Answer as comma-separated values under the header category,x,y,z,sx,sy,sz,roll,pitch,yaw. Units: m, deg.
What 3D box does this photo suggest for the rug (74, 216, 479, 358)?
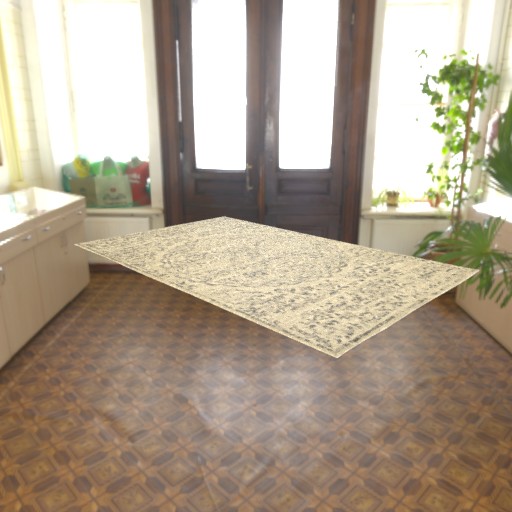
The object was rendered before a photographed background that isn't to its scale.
category,x,y,z,sx,sy,sz,roll,pitch,yaw
rug,0.000,0.000,3.102,1.527,0.021,2.447,-16,23,-43
